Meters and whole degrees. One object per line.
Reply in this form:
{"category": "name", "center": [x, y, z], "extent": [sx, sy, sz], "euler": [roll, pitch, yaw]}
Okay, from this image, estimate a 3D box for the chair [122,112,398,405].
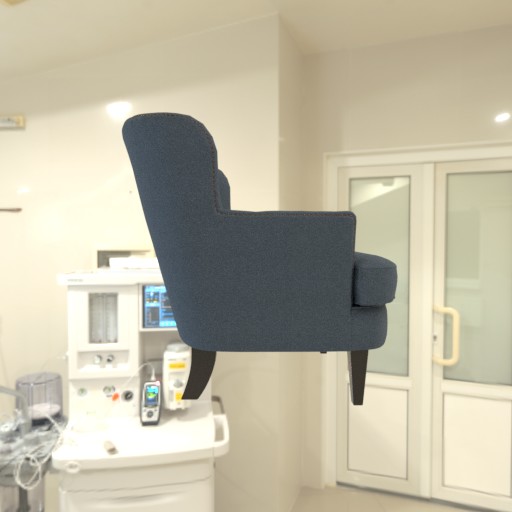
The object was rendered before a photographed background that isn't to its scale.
{"category": "chair", "center": [0.000, 0.000, 1.616], "extent": [0.906, 0.868, 0.848], "euler": [0, 2, -1]}
